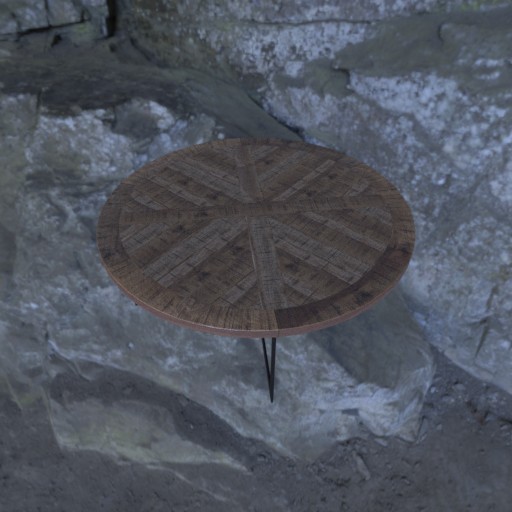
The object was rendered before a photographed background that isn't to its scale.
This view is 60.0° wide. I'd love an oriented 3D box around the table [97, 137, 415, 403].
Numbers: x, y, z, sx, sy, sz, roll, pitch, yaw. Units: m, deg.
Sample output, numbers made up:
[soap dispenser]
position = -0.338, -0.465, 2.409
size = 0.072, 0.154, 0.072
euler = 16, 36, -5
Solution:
[table]
position = 0.000, 0.000, 1.987
size = 1.264, 0.516, 1.264
euler = 0, 42, 0
